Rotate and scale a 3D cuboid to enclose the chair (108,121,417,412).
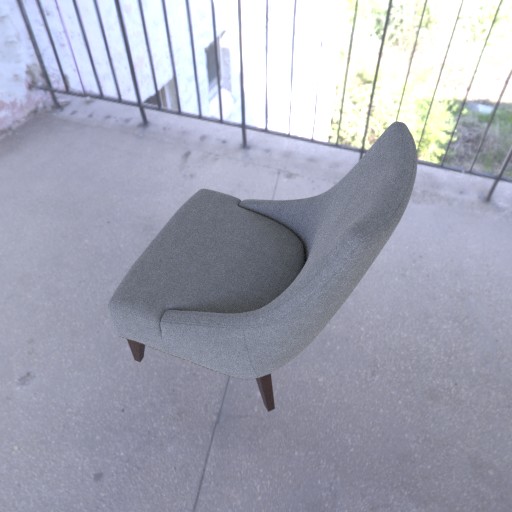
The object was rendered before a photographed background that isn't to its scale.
[{"bbox_3d":[0.000,0.000,1.539,0.861,0.909,0.701,17,48,15],"label":"chair"}]
